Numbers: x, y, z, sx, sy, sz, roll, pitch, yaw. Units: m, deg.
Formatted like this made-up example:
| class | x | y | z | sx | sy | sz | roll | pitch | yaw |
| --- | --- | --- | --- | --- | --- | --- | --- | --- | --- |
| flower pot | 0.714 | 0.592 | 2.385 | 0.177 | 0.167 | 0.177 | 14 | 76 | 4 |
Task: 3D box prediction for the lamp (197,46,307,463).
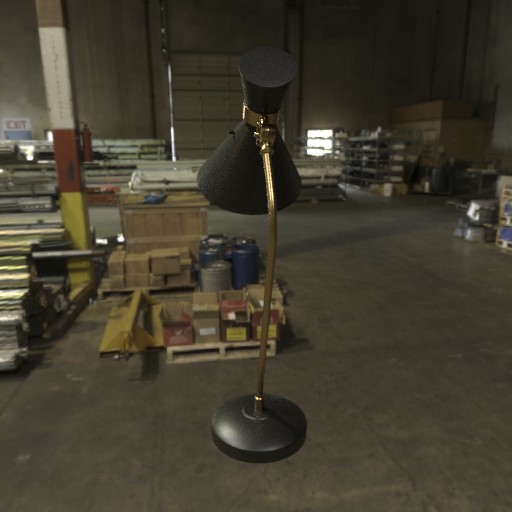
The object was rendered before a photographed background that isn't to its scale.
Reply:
| class | x | y | z | sx | sy | sz | roll | pitch | yaw |
| --- | --- | --- | --- | --- | --- | --- | --- | --- | --- |
| lamp | 0.000 | 0.000 | 0.765 | 0.189 | 0.647 | 0.292 | -2 | 14 | -9 |
